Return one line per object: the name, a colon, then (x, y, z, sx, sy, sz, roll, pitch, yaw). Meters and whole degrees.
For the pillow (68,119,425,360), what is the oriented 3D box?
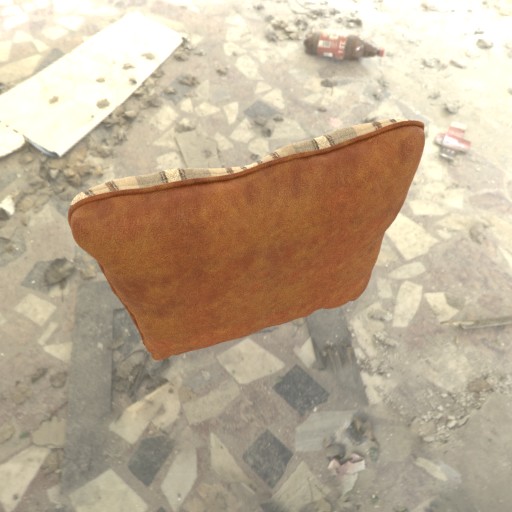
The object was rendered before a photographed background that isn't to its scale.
pillow: (0.000, 0.000, 0.761, 0.489, 0.490, 0.130, -16, 59, -10)
